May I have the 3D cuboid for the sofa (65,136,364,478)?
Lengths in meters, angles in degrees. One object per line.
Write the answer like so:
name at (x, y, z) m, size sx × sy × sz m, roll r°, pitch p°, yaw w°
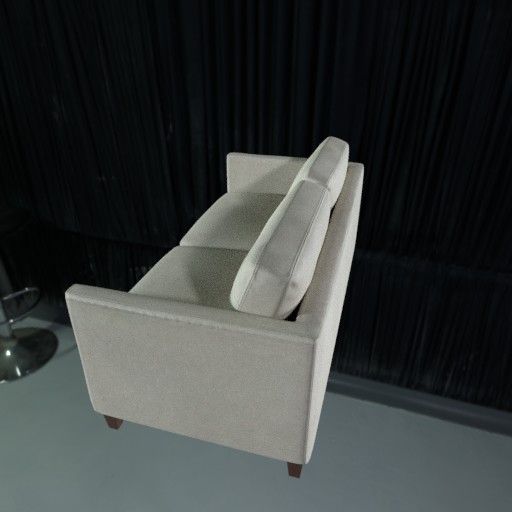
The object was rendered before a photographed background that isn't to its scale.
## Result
sofa at (0.000, 0.000, 2.349) m, size 0.950 × 0.940 × 1.846 m, roll 8°, pitch 31°, yaw 14°
